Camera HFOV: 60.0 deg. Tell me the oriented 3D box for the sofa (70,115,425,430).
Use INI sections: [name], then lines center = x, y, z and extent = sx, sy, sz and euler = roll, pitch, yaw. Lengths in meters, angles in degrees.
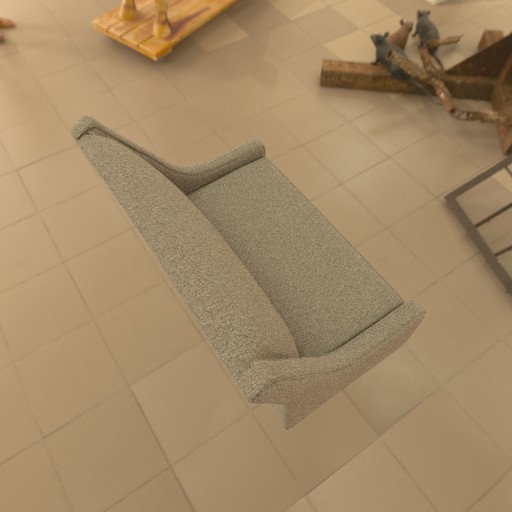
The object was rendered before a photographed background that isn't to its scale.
[sofa]
center = 0.000, 0.000, 1.909
extent = 0.862, 1.026, 1.242
euler = -30, 62, -18
